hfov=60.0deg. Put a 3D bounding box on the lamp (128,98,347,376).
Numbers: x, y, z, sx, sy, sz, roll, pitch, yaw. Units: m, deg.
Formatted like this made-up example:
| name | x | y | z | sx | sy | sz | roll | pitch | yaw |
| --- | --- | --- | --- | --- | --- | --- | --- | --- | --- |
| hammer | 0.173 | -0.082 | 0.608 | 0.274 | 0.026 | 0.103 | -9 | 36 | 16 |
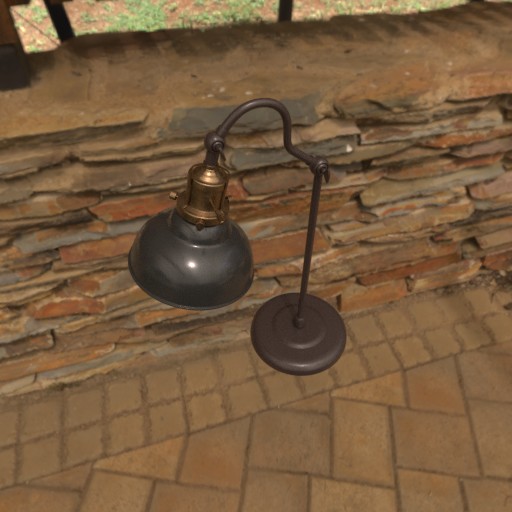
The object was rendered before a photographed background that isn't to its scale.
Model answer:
| name | x | y | z | sx | sy | sz | roll | pitch | yaw |
| --- | --- | --- | --- | --- | --- | --- | --- | --- | --- |
| lamp | 0.000 | 0.000 | 0.685 | 0.374 | 0.508 | 0.192 | -16 | 47 | -15 |
